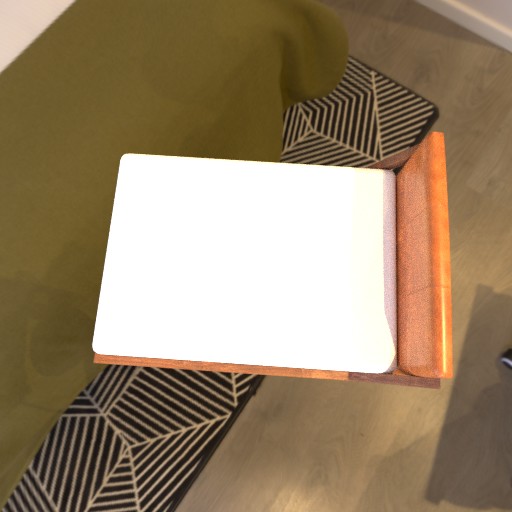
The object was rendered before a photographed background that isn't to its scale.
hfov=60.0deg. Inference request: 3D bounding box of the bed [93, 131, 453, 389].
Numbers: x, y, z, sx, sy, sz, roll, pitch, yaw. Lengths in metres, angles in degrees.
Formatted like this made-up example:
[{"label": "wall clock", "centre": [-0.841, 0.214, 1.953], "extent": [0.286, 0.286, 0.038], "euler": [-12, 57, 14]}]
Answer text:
[{"label": "bed", "centre": [0.000, 0.000, 3.189], "extent": [2.311, 1.168, 1.651], "euler": [4, 76, 1]}]
